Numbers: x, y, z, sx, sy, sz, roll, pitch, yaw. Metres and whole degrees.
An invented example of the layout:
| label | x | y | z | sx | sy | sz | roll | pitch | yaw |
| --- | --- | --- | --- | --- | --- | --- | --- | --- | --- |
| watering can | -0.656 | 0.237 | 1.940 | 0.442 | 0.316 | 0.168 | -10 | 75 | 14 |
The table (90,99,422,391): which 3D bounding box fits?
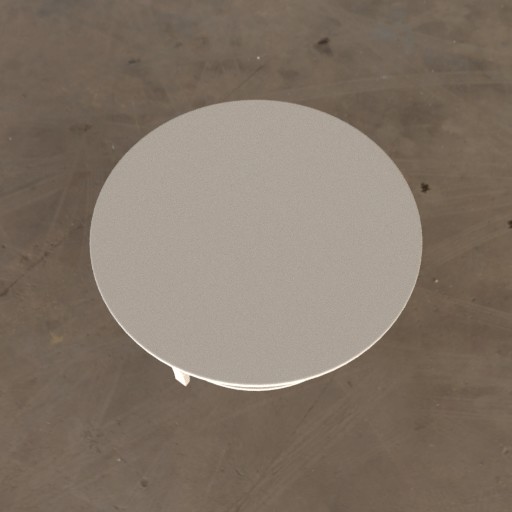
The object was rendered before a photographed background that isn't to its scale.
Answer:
| label | x | y | z | sx | sy | sz | roll | pitch | yaw |
| --- | --- | --- | --- | --- | --- | --- | --- | --- | --- |
| table | 0.000 | 0.000 | 1.431 | 0.910 | 0.457 | 0.910 | 0 | 62 | 0 |
